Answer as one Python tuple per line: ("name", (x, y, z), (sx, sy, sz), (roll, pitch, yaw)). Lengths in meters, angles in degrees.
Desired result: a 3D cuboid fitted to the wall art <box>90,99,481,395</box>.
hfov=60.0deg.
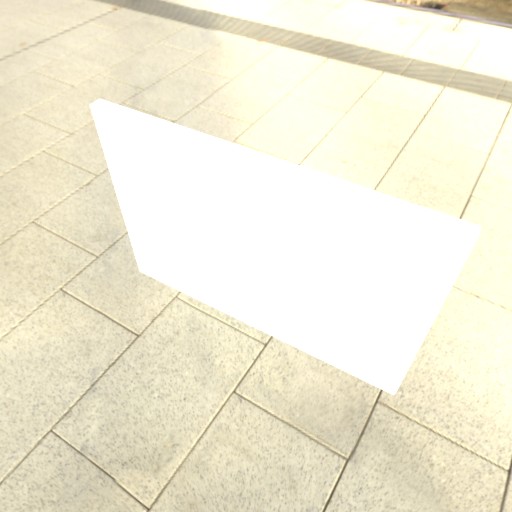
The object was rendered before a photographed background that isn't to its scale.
("wall art", (0.000, 0.000, 1.678), (1.308, 0.902, 0.051), (23, 52, 19))
